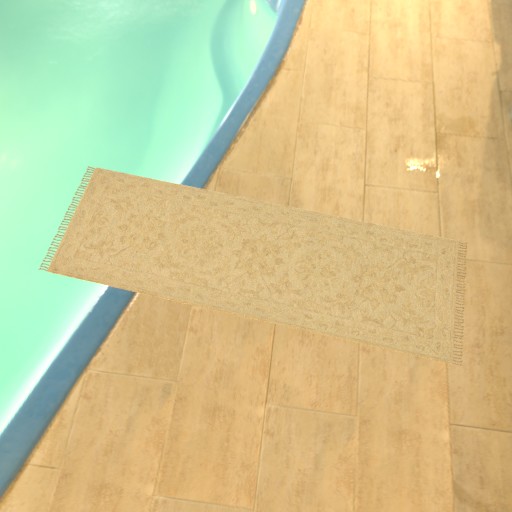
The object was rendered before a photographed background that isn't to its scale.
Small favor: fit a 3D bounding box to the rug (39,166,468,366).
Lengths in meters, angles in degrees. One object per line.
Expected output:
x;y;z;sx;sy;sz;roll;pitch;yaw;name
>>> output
0.000;0.000;2.751;2.544;0.015;0.795;12;66;6;rug
